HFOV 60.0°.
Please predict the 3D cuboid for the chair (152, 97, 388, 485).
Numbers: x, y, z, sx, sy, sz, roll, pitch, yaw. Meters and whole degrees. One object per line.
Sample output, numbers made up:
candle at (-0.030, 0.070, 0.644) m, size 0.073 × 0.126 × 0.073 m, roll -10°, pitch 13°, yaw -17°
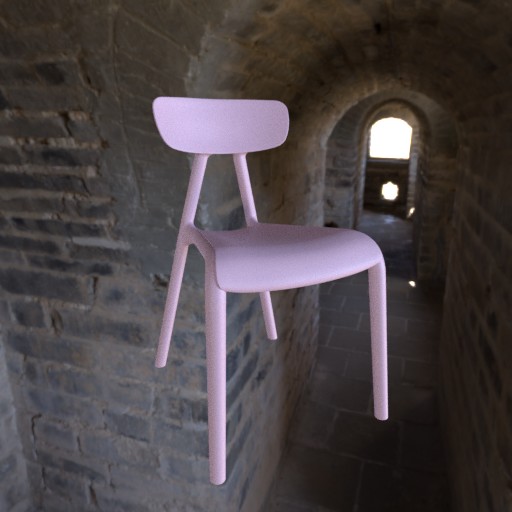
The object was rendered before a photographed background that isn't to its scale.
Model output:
chair at (0.000, 0.000, 0.838) m, size 0.356 × 0.580 × 0.401 m, roll -8°, pitch 18°, yaw -27°
